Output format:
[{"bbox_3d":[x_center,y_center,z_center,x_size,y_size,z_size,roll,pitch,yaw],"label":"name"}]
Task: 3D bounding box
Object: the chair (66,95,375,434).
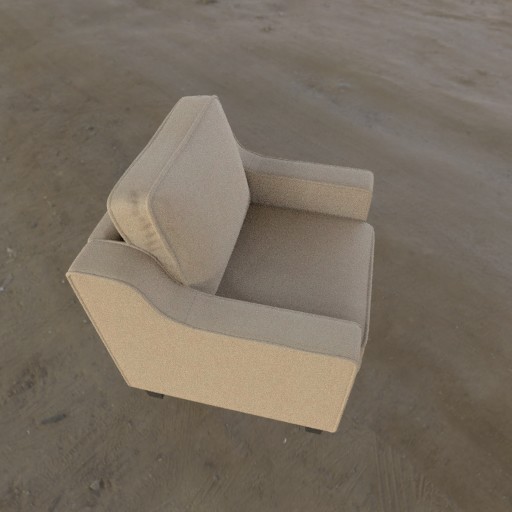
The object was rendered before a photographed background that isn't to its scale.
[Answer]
[{"bbox_3d":[0.000,0.000,1.673,0.882,0.948,0.922,9,47,9],"label":"chair"}]
